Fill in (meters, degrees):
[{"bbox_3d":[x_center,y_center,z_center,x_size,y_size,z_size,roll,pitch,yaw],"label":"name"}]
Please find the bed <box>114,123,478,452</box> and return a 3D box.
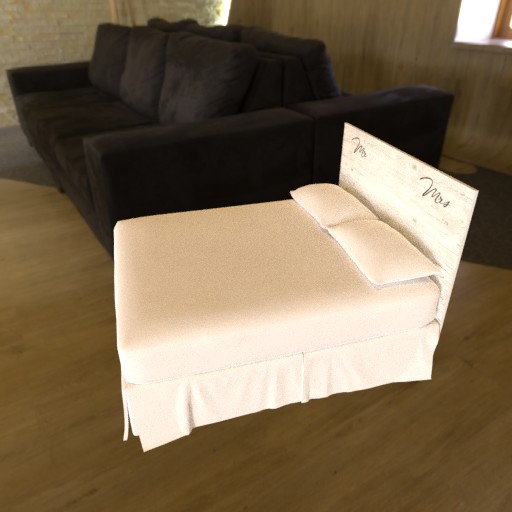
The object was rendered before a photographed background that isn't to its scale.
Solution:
[{"bbox_3d":[0.000,0.000,3.139,2.094,1.335,1.745,-8,31,-14],"label":"bed"}]
